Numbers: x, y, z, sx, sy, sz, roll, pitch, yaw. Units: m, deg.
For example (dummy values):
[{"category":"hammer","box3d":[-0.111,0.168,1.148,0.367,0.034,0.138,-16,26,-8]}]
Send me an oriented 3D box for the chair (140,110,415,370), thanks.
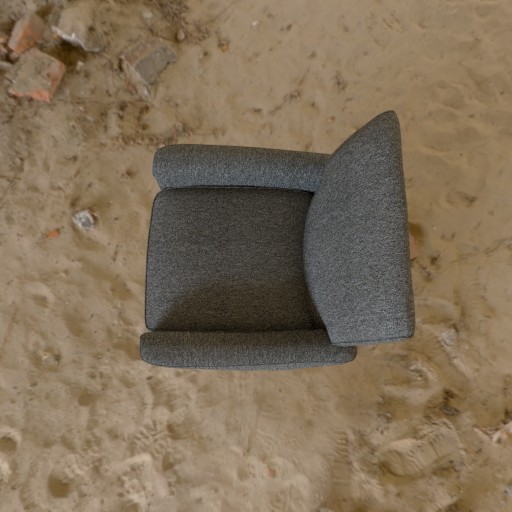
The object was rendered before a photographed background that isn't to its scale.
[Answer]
[{"category":"chair","box3d":[0.000,0.000,1.689,0.864,1.014,0.848,1,76,0]}]
